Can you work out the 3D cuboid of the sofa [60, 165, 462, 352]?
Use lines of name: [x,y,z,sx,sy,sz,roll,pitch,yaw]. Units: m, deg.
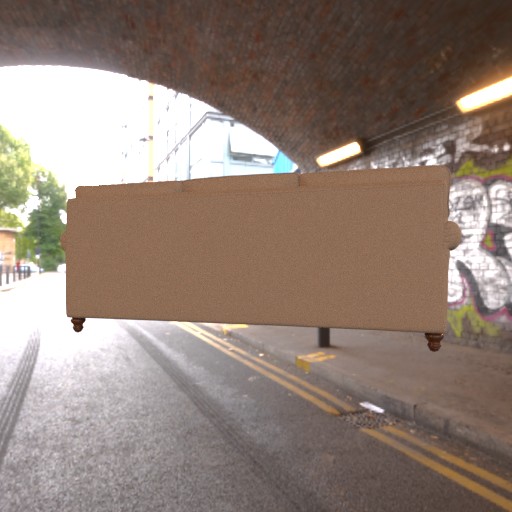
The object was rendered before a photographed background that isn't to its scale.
sofa: [0.000,0.000,2.840,2.354,0.948,0.966,0,-1,17]
